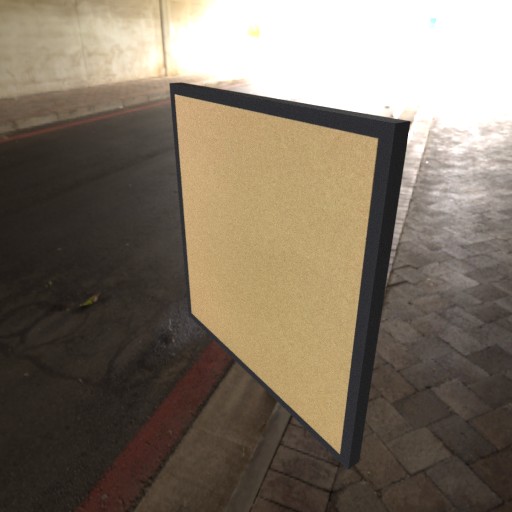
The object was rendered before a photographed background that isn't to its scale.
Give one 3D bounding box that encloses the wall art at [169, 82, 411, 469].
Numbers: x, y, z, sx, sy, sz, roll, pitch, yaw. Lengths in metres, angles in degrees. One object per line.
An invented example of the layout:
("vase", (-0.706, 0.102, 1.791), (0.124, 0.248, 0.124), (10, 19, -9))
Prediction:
("wall art", (0.000, 0.000, 1.117), (0.037, 0.760, 0.762), (-18, 32, -32))
